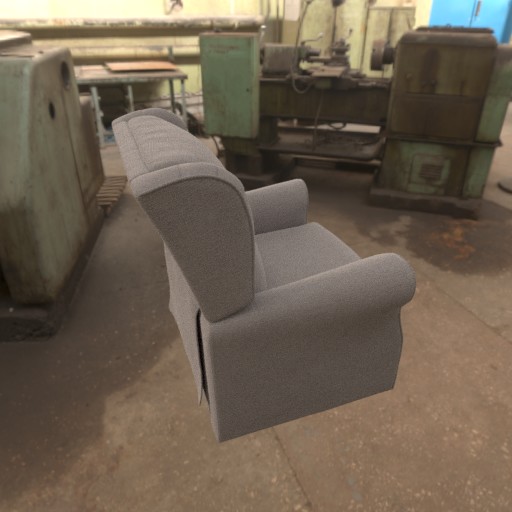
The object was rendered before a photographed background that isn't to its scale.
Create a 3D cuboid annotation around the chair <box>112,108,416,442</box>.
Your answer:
[{"bbox_3d":[0.000,0.000,1.642,0.854,0.966,0.906,-10,31,-17],"label":"chair"}]
